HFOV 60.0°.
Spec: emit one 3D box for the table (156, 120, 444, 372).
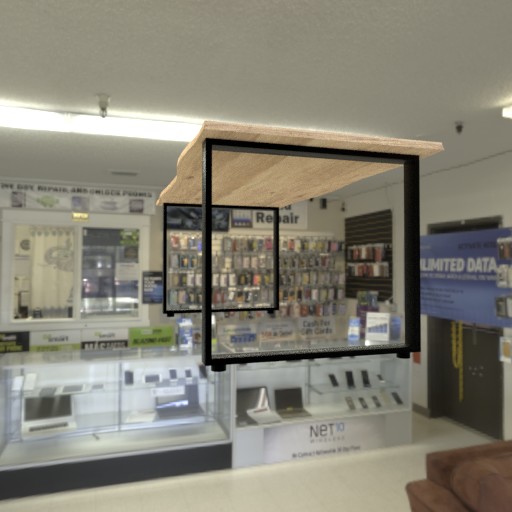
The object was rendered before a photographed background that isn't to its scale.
[{"bbox_3d":[0.000,0.000,2.305,0.900,0.780,1.800,0,-1,-17],"label":"table"}]
